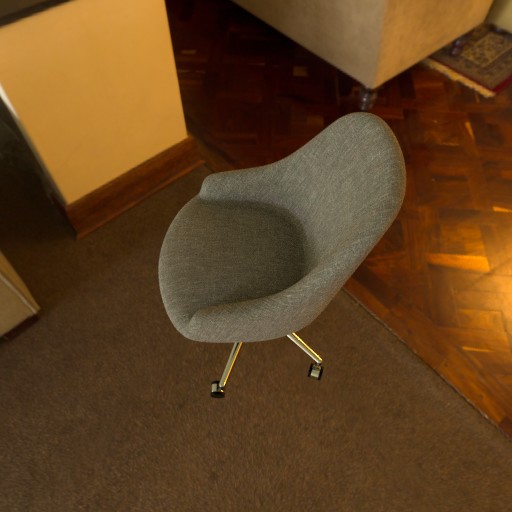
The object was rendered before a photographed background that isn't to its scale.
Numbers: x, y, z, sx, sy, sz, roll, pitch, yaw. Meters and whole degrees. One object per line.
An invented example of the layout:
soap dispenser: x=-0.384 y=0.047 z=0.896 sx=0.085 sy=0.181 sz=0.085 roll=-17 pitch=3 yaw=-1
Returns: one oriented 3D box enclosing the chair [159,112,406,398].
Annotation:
chair: x=0.000 y=0.000 z=1.465 sx=0.712 sy=0.950 sz=0.671 roll=0 pitch=57 yaw=0
